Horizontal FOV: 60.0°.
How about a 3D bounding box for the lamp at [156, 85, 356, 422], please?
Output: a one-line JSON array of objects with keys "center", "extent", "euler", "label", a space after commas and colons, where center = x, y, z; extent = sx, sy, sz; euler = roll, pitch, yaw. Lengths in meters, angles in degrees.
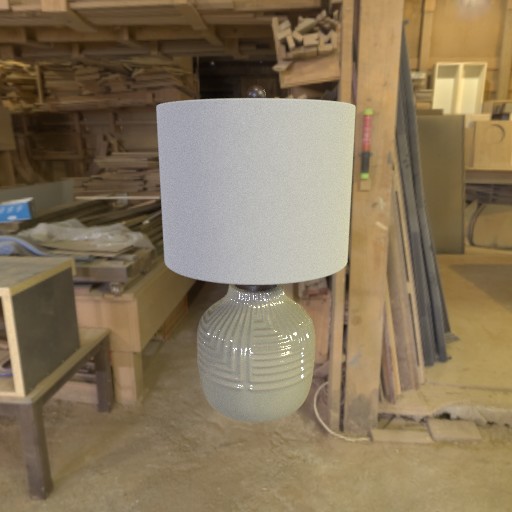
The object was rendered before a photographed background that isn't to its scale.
[{"center": [0.000, 0.000, 0.784], "extent": [0.318, 0.567, 0.318], "euler": [0, 14, 0], "label": "lamp"}]
